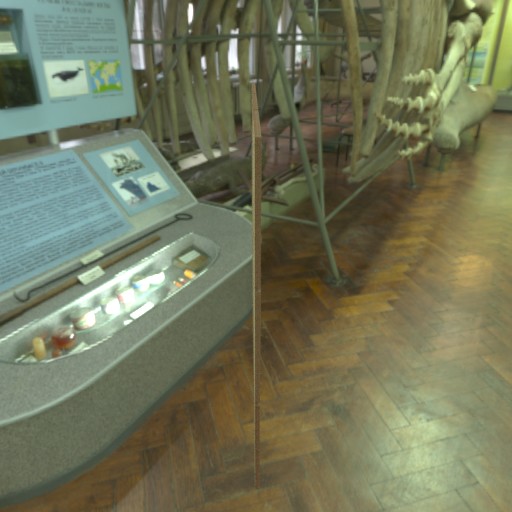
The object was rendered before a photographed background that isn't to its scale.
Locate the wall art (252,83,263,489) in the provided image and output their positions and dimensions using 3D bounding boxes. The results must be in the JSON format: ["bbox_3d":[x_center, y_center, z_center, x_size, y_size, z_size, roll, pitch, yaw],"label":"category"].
[{"bbox_3d":[0.000,0.000,1.828,0.024,1.218,1.221,0,27,-1],"label":"wall art"}]
